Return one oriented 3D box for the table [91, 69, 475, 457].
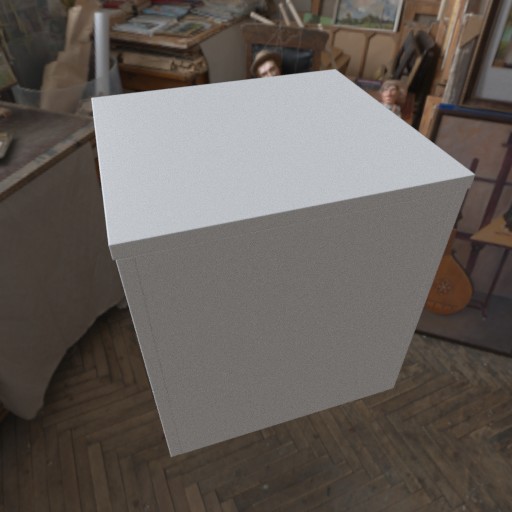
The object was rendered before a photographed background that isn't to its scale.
[{"bbox_3d":[0.000,0.000,0.760,0.420,0.460,0.380,-12,43,-13],"label":"table"}]
